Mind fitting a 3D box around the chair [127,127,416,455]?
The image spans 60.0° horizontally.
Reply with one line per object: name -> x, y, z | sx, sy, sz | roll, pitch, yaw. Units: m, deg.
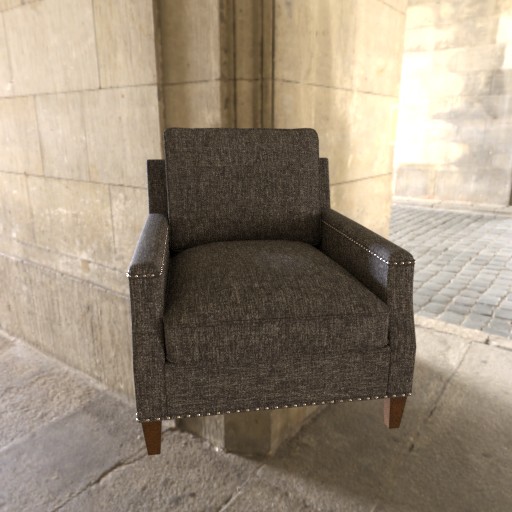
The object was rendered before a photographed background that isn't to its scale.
chair -> 0.000, 0.000, 1.687 | 0.853, 0.943, 1.014 | -3, 16, -9
